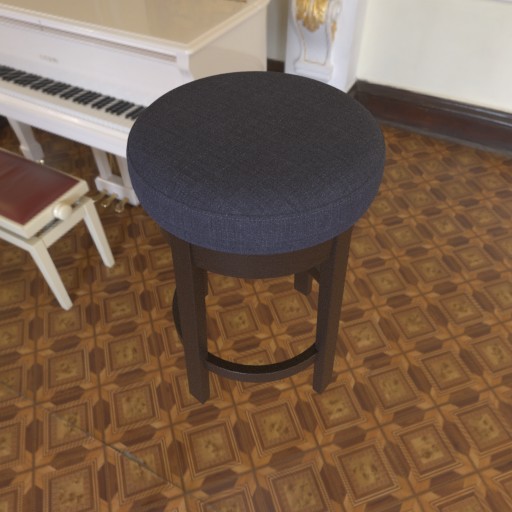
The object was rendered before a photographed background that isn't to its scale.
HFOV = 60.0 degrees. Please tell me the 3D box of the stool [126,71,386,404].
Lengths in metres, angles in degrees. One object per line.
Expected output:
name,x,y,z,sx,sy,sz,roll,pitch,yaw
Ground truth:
stool,0.000,0.000,0.950,0.449,0.655,0.449,0,47,0
